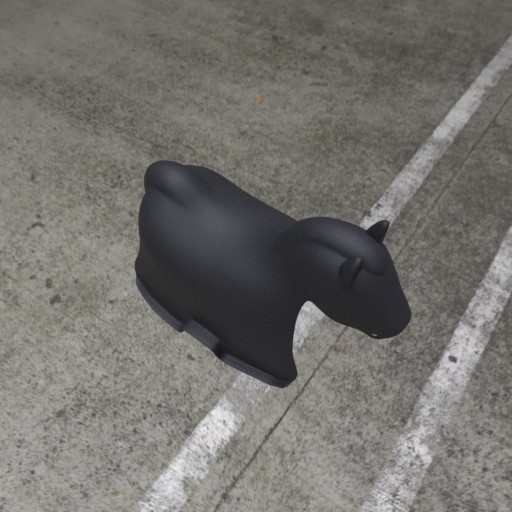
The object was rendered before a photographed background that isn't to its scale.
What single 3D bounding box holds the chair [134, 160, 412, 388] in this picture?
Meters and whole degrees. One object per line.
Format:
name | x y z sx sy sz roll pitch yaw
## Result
chair | 0.000 0.000 1.155 0.800 0.612 0.429 32 63 18
